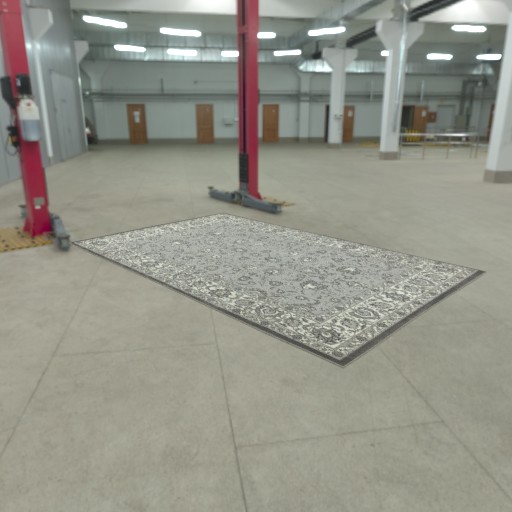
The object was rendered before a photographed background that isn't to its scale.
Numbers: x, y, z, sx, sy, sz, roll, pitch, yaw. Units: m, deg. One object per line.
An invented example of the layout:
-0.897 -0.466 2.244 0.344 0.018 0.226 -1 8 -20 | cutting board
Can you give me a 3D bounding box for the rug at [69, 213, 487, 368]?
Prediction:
0.000 0.000 2.991 2.438 0.011 1.524 17 24 42 | rug
